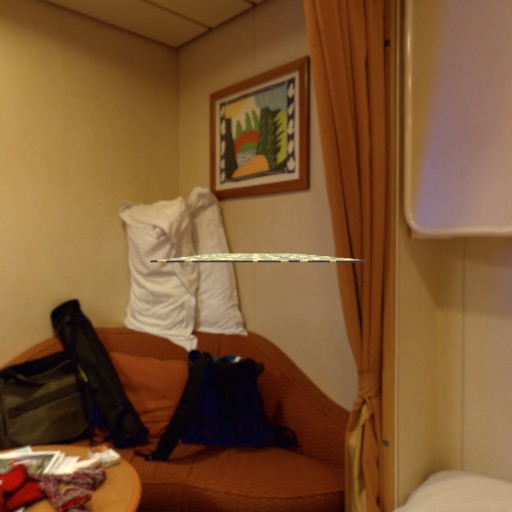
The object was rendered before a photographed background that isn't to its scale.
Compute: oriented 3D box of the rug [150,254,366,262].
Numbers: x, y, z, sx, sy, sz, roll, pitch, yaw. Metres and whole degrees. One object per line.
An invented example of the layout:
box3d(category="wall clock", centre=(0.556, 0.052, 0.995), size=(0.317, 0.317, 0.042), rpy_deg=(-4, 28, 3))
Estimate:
box3d(category="rug", centre=(0.000, 0.000, 2.554), size=(0.685, 0.006, 2.296), rpy_deg=(0, 1, 0))
